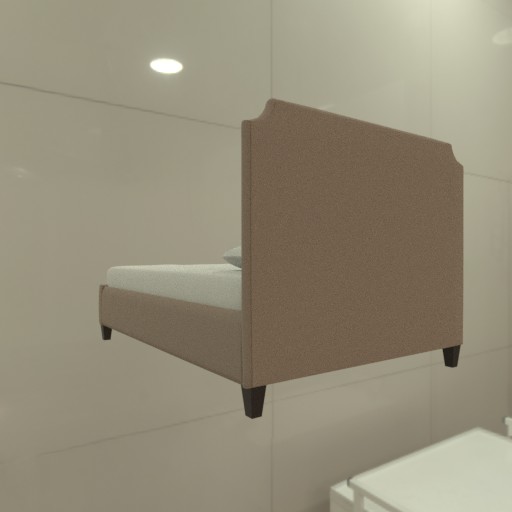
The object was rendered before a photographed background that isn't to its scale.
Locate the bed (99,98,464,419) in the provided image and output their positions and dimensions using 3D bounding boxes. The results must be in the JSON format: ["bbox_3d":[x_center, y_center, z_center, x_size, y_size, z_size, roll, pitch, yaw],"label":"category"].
[{"bbox_3d":[0.000,0.000,3.351,1.713,1.443,2.372,0,0,-35],"label":"bed"}]
